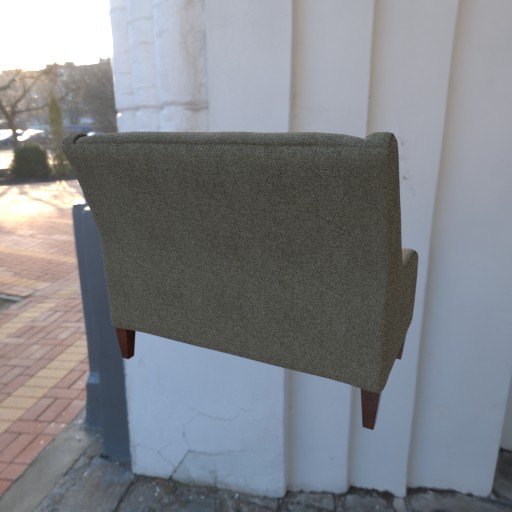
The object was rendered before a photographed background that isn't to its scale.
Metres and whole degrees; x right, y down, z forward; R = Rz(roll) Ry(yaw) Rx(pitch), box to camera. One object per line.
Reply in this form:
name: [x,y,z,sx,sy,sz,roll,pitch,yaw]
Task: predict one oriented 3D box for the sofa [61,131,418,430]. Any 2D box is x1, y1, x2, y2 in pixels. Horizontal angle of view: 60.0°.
sofa: [0.000,0.000,1.891,1.242,1.021,0.870,8,17,26]
